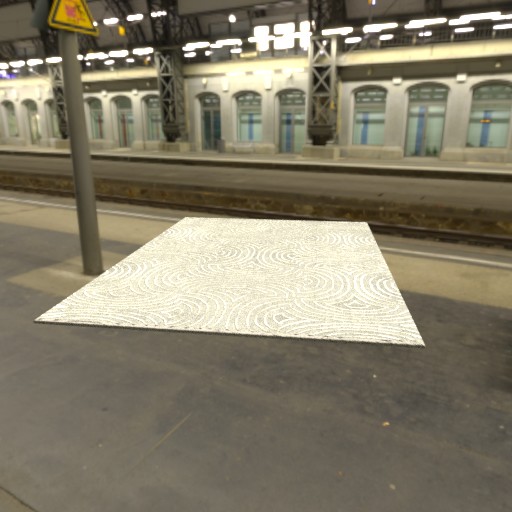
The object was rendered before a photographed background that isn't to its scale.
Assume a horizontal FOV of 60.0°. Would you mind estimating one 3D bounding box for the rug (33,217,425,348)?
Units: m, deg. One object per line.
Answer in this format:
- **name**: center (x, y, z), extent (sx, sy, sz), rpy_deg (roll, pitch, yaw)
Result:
- **rug**: center (0.000, 0.000, 2.729), extent (1.543, 0.015, 2.144), rpy_deg (2, 17, 8)
